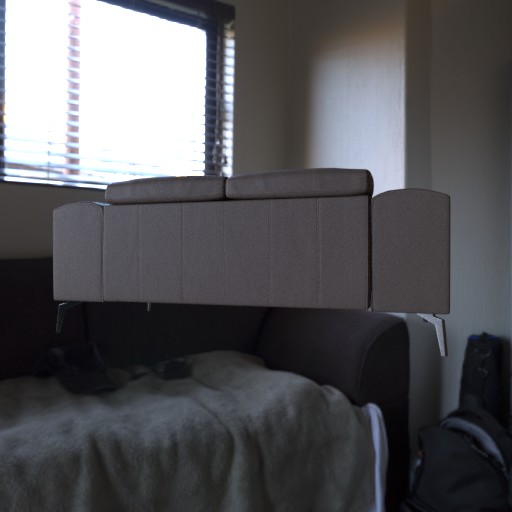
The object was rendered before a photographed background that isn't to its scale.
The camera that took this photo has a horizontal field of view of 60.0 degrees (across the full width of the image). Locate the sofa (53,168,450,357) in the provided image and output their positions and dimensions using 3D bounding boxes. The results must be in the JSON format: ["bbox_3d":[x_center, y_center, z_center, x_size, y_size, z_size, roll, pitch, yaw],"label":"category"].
[{"bbox_3d":[0.000,0.000,2.450,1.895,0.779,1.003,0,0,17],"label":"sofa"}]
